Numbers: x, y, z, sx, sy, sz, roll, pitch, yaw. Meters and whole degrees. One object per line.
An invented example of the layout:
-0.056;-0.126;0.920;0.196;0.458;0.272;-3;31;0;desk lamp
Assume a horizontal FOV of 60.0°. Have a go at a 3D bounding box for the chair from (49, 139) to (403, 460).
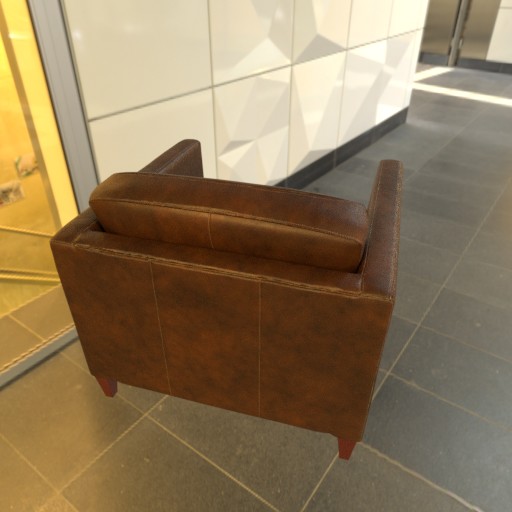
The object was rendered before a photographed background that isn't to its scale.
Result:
0.000;0.000;1.708;0.990;0.864;0.975;9;34;14;chair
